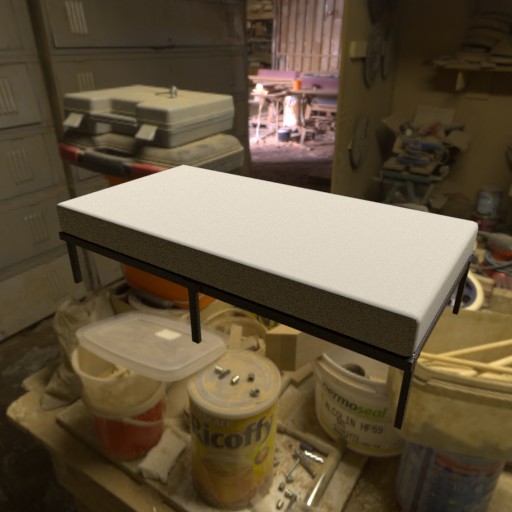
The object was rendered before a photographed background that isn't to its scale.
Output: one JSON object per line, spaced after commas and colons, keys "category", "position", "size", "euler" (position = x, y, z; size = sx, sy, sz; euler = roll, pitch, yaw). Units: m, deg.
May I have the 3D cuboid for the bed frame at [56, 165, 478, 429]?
{"category": "bed frame", "position": [0.000, 0.000, 3.195], "size": [2.635, 0.680, 1.393], "euler": [17, 31, 30]}
